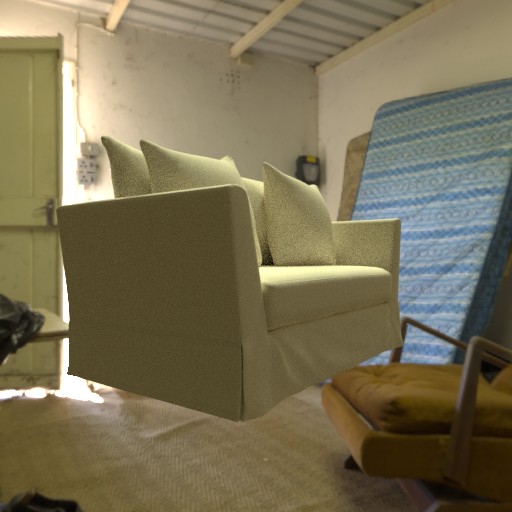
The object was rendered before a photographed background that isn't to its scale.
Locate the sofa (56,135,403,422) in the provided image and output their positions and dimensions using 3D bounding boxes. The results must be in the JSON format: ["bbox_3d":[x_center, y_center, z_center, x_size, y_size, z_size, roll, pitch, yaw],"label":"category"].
[{"bbox_3d":[0.000,0.000,2.260,1.026,1.039,1.608,0,0,36],"label":"sofa"}]
